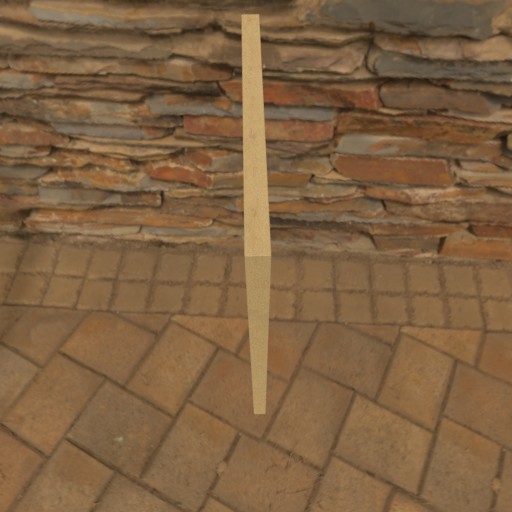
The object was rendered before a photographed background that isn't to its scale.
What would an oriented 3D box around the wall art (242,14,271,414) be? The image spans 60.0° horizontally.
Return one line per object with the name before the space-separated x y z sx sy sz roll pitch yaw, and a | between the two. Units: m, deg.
wall art | 0.000 0.000 0.996 0.039 0.810 0.510 -1 58 -1
